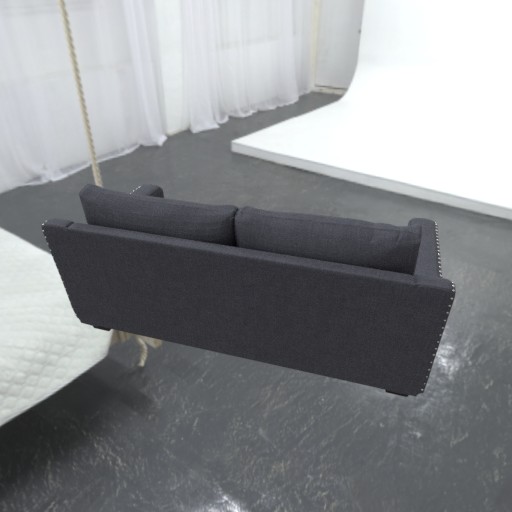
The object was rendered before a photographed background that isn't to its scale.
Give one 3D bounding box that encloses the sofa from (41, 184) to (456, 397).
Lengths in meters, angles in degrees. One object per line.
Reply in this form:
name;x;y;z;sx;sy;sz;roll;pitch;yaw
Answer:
sofa;0.000;0.000;3.326;2.550;1.196;1.336;9;32;15
